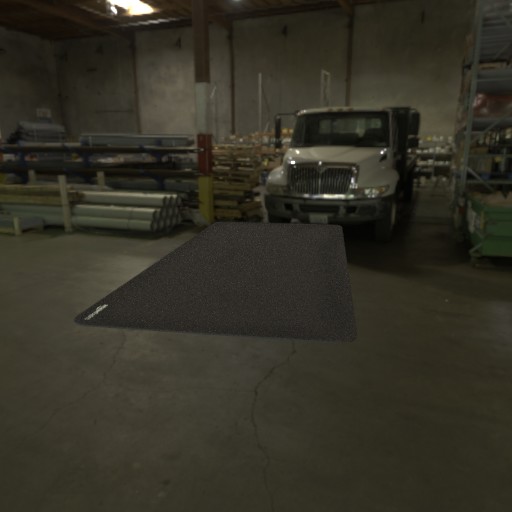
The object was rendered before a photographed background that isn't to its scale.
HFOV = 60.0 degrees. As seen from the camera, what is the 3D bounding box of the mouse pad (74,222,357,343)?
[{"bbox_3d":[0.000,0.000,1.056,0.424,0.003,0.907,2,14,9],"label":"mouse pad"}]
